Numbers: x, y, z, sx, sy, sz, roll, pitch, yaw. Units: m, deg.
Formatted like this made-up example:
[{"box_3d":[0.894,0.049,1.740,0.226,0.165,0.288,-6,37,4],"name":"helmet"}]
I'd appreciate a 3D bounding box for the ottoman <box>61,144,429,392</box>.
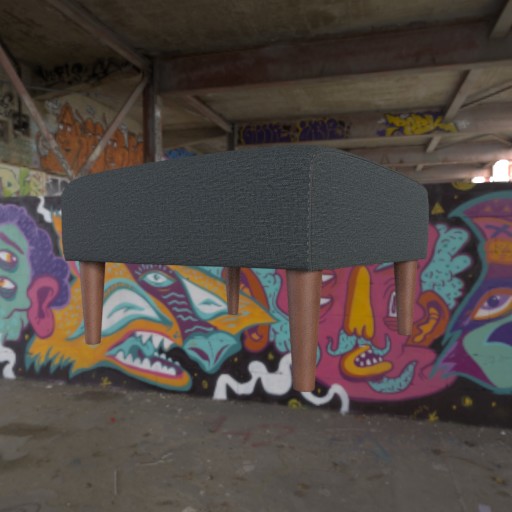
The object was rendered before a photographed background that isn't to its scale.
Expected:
[{"box_3d":[0.000,0.000,1.062,0.650,0.398,0.649,1,2,35],"name":"ottoman"}]
